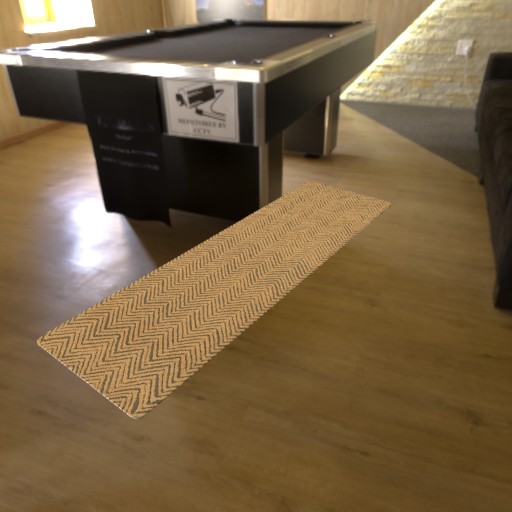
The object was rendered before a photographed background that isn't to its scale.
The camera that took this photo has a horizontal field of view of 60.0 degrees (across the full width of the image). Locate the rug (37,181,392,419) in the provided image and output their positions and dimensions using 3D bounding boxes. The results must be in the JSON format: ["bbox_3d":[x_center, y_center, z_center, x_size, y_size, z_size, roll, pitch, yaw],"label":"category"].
[{"bbox_3d":[0.000,0.000,2.524,0.686,0.008,2.286,22,38,31],"label":"rug"}]
